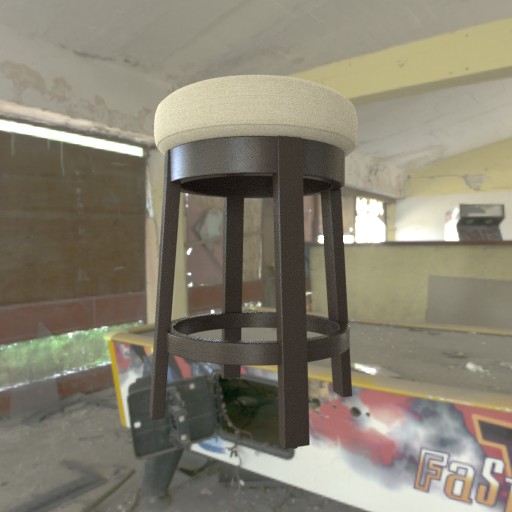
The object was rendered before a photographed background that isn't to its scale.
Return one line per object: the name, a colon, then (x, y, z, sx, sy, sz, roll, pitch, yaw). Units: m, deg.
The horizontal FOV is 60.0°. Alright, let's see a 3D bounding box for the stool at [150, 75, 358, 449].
stool: (0.000, 0.000, 0.961, 0.449, 0.655, 0.449, 0, 1, 0)
